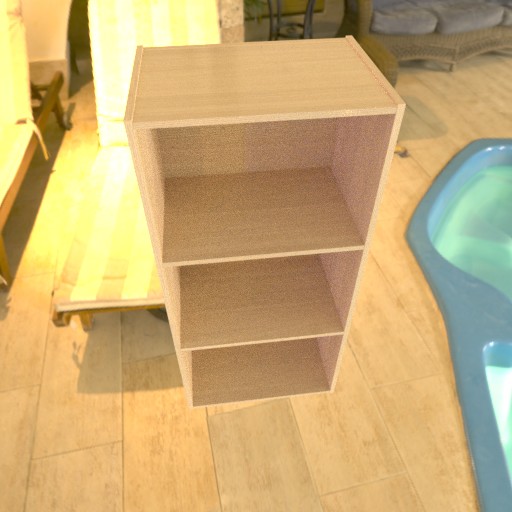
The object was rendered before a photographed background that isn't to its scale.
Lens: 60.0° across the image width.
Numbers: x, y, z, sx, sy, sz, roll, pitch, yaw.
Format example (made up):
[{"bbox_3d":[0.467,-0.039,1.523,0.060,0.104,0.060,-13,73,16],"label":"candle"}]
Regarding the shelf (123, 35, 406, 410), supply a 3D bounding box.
[{"bbox_3d":[0.000,0.000,1.054,0.417,0.876,0.292,-5,45,-5],"label":"shelf"}]
